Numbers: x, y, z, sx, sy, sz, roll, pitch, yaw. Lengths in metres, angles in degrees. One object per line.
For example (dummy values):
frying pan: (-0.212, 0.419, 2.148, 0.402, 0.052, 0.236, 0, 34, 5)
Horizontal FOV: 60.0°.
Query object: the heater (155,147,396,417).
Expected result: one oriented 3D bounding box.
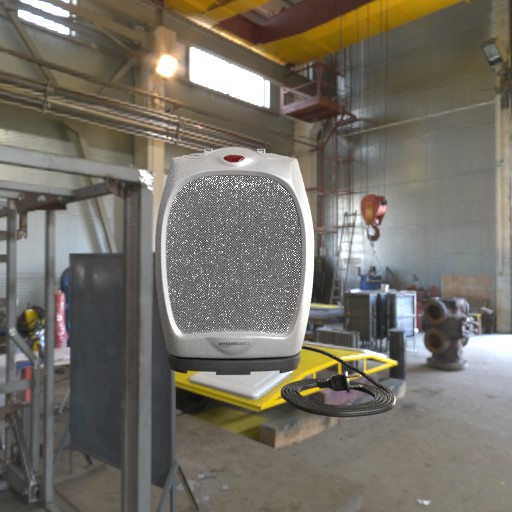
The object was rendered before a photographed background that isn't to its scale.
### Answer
heater: (0.000, 0.000, 0.485, 0.239, 0.255, 0.291, 0, -1, -1)
